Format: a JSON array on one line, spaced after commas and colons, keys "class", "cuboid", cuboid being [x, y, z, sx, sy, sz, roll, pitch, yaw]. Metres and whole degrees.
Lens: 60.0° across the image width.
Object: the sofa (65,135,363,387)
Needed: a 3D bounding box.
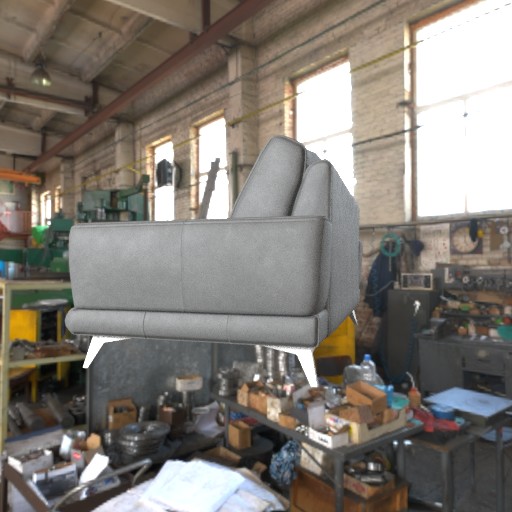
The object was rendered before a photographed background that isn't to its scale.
[{"class": "sofa", "cuboid": [0.000, 0.000, 2.397, 1.018, 0.907, 1.806, 0, -1, 17]}]
